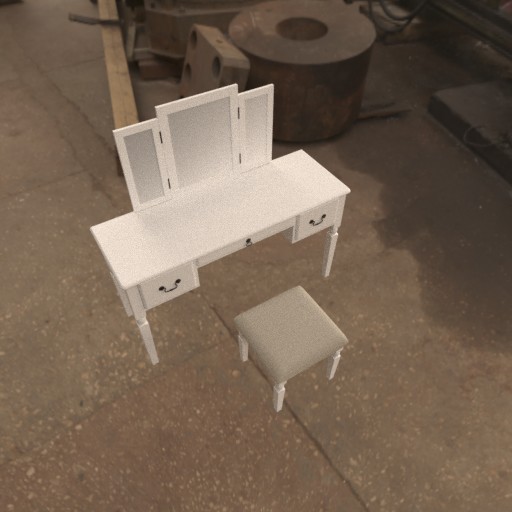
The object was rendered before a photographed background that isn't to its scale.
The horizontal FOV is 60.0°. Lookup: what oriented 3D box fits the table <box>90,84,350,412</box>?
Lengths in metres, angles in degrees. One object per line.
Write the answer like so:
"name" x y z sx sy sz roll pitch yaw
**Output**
"table" 0.000 0.000 2.316 1.369 1.310 1.115 -24 52 -21
